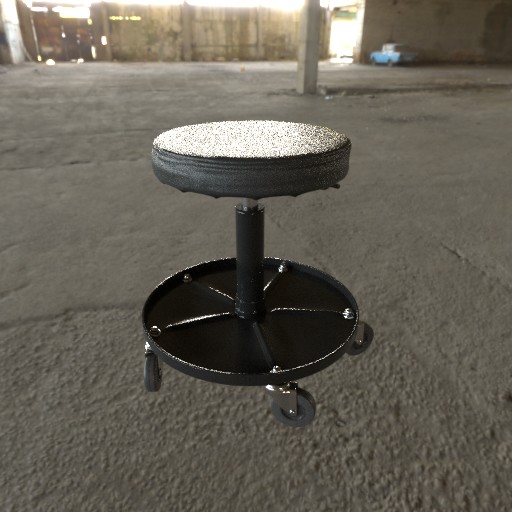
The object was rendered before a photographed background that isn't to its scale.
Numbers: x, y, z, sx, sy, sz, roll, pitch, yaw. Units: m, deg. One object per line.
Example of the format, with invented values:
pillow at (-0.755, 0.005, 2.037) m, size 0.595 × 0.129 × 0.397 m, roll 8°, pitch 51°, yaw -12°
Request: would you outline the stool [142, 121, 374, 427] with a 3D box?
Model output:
stool at (0.000, 0.000, 0.685) m, size 0.382 × 0.365 × 0.381 m, roll -8°, pitch 27°, yaw -16°
